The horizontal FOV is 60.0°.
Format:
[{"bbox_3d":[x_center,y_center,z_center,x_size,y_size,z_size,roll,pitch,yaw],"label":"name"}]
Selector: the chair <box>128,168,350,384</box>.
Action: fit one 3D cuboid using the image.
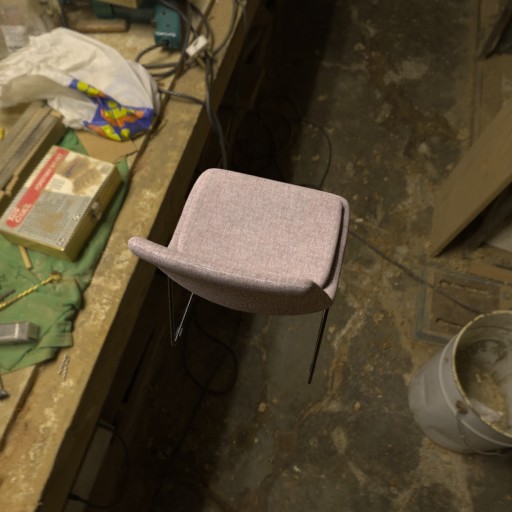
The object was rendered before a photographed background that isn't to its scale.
[{"bbox_3d":[0.000,0.000,1.167,0.479,0.858,0.518,14,64,7],"label":"chair"}]
